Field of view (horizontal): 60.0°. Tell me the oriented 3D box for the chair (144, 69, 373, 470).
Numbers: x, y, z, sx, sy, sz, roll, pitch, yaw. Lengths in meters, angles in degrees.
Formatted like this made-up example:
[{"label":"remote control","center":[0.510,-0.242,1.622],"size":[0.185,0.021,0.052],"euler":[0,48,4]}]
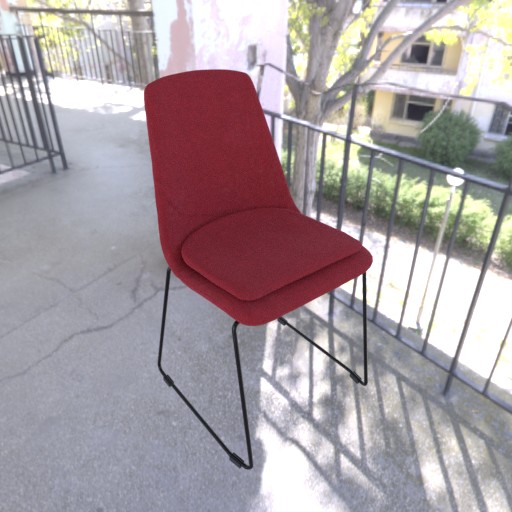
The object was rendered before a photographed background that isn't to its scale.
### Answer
[{"label":"chair","center":[0.000,0.000,1.168],"size":[0.479,0.858,0.518],"euler":[-22,37,-32]}]
